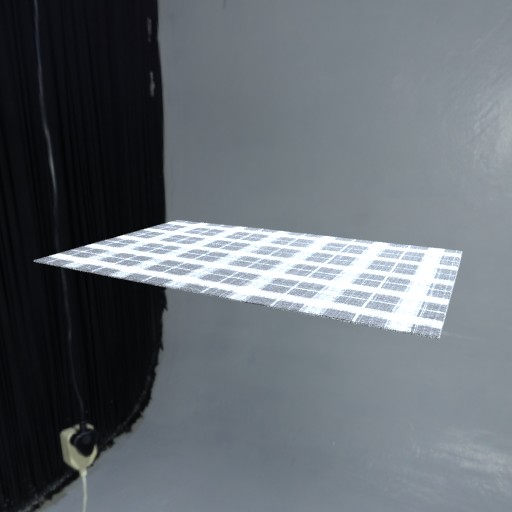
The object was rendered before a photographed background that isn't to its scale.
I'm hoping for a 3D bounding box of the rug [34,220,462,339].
[{"bbox_3d":[0.000,0.000,2.949,2.434,0.015,1.520,8,18,26],"label":"rug"}]
